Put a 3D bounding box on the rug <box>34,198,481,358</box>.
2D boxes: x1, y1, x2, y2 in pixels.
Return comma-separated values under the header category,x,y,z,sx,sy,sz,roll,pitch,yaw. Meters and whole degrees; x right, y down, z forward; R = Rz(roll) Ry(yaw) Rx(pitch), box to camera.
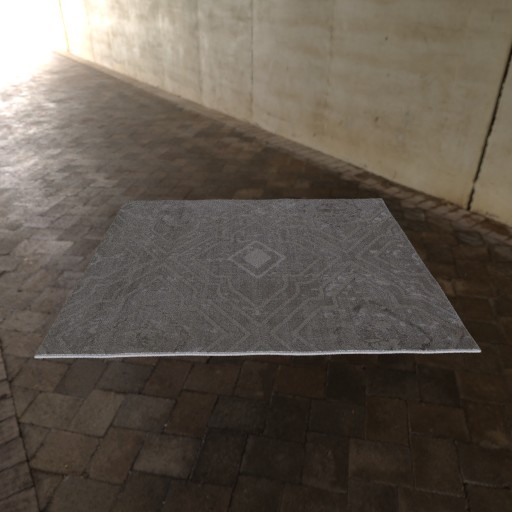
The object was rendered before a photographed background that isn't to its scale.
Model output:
category,x,y,z,sx,sy,sz,roll,pitch,yaw
rug,0.000,0.000,0.866,0.639,0.006,0.548,-1,31,-1
